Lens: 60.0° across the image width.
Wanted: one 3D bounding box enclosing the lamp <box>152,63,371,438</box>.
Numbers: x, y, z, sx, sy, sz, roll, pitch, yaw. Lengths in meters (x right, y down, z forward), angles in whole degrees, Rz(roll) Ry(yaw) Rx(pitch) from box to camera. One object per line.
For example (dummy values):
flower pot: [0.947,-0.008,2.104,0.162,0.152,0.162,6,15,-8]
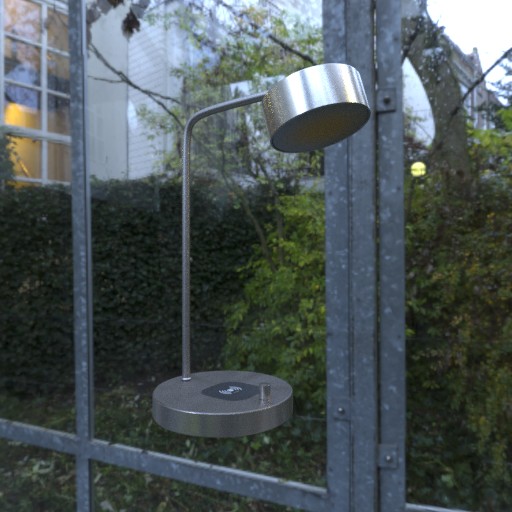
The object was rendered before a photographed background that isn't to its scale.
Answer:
lamp: [0.000,0.000,0.639,0.334,0.469,0.211,0,0,36]
